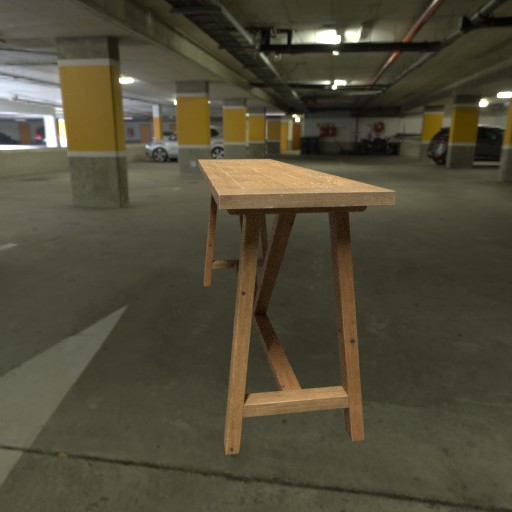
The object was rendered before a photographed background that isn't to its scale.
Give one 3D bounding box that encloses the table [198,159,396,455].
[{"bbox_3d":[0.000,0.000,2.095,0.465,0.810,1.800,-2,15,-9],"label":"table"}]
